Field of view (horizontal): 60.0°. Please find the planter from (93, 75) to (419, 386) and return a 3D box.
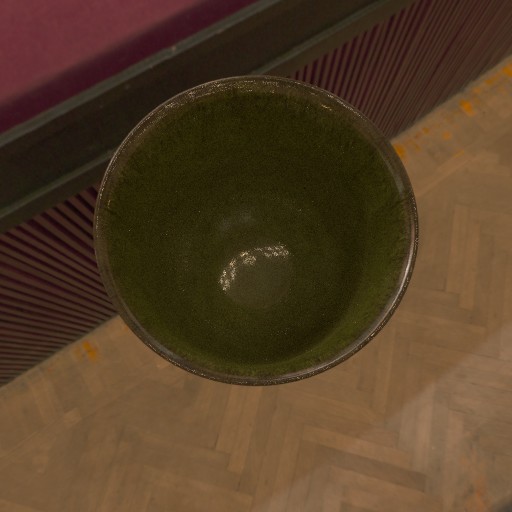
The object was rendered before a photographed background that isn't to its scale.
[{"bbox_3d":[0.000,0.000,0.492,0.266,0.270,0.266,0,76,0],"label":"planter"}]
